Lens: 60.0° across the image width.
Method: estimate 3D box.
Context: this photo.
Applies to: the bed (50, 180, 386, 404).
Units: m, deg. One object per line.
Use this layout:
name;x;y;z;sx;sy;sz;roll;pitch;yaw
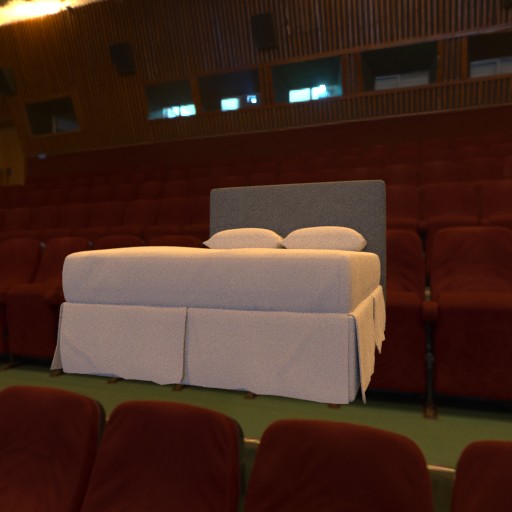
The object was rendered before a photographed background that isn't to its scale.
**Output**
bed;0.000;0.000;3.153;1.713;1.330;2.142;0;0;19
